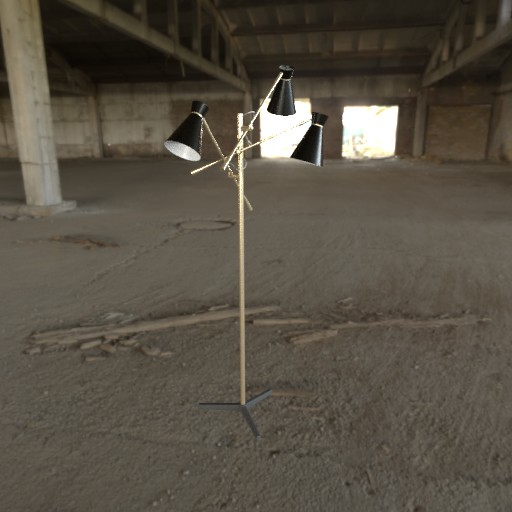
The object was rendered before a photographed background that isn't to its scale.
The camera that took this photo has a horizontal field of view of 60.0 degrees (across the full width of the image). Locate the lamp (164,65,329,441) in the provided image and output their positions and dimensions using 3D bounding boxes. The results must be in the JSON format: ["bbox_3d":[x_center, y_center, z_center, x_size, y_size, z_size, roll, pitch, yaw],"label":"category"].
[{"bbox_3d":[0.000,0.000,2.179,0.653,1.804,0.750,3,15,10],"label":"lamp"}]
